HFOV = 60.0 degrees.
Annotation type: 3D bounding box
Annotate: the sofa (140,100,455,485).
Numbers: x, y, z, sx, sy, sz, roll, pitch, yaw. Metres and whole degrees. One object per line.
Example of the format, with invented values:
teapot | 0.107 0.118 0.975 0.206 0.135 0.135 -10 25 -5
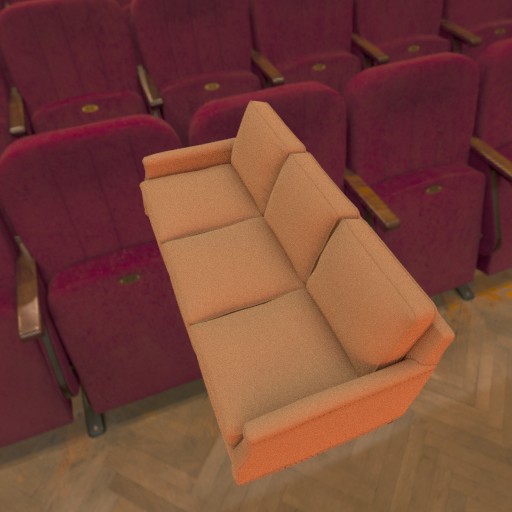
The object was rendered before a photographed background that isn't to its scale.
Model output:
sofa | 0.000 0.000 2.770 1.084 1.003 2.246 -16 49 -14
